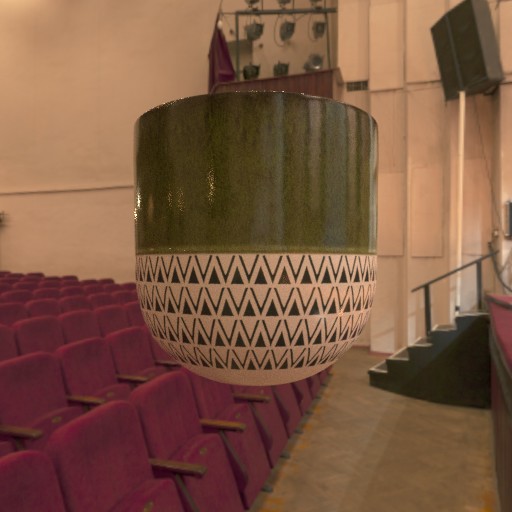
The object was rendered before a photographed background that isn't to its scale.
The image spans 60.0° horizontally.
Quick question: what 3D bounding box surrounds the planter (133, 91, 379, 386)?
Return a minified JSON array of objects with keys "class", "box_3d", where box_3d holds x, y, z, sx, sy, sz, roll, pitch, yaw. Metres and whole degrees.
[{"class":"planter","box_3d":[0.000,0.000,0.497,0.266,0.270,0.266,0,-1,0]}]
